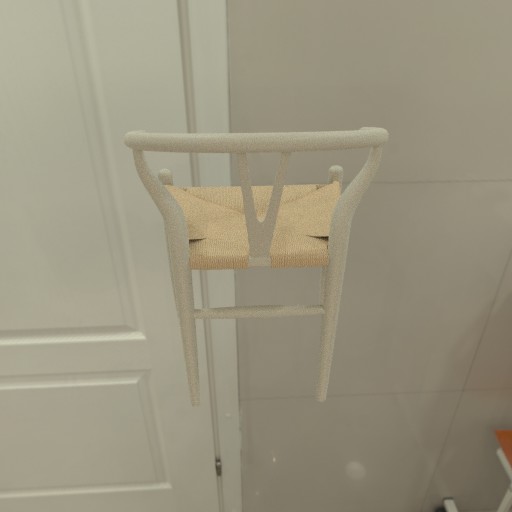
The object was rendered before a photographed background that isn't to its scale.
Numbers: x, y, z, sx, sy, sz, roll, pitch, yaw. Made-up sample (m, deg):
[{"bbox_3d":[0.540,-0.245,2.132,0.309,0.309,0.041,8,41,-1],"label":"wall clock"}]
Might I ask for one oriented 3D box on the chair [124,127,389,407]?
[{"bbox_3d":[0.000,0.000,1.085,0.533,0.736,0.500,-2,31,-3],"label":"chair"}]
